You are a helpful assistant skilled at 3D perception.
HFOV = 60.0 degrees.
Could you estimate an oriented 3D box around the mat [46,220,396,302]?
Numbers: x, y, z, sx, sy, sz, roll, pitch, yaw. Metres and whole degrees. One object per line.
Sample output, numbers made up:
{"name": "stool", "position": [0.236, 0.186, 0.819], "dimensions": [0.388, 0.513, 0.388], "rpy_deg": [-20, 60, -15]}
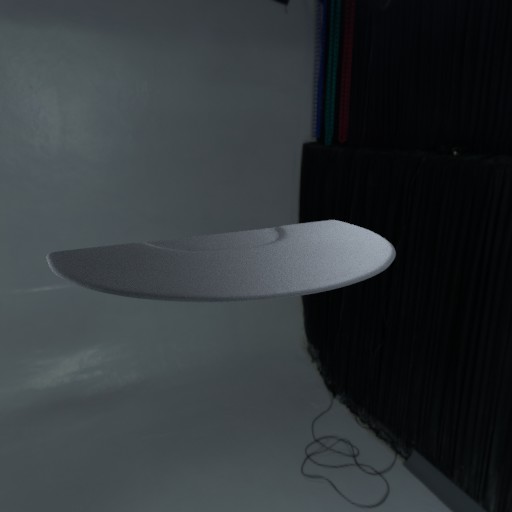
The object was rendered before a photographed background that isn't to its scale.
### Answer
{"name": "mat", "position": [0.000, 0.000, 1.826], "dimensions": [1.525, 0.016, 0.917], "rpy_deg": [-8, 18, -27]}
